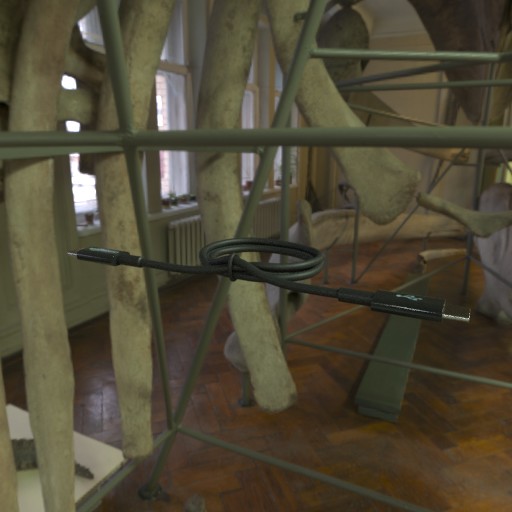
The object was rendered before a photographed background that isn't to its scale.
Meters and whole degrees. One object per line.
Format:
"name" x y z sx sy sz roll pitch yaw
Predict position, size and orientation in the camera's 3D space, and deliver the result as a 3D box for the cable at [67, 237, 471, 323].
"cable" 0.000 0.000 0.229 0.203 0.014 0.070 7 17 26
